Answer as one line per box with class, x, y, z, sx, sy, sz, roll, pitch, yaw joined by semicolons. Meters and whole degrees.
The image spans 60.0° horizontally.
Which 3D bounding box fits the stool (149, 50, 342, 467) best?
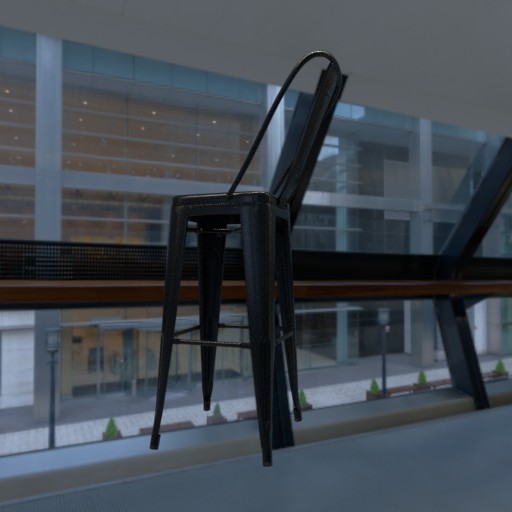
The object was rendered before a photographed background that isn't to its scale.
stool;0.000;0.000;1.352;0.513;1.096;0.399;0;-1;18
